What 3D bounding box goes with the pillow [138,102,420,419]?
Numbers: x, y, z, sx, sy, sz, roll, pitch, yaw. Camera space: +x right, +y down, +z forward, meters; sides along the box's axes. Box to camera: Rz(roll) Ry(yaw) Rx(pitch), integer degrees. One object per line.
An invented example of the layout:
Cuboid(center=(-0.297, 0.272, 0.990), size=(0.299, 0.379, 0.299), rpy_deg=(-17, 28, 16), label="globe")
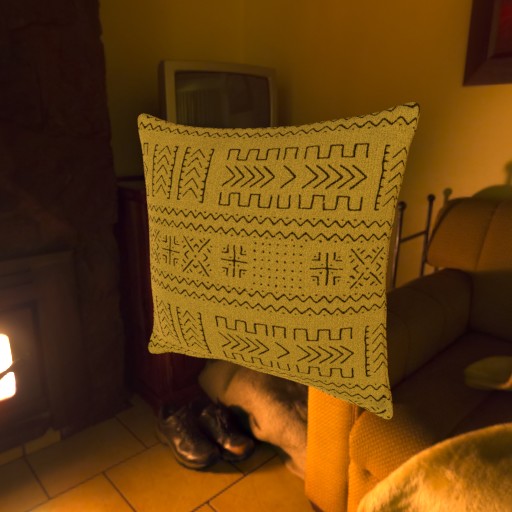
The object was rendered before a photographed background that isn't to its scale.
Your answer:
Cuboid(center=(0.000, 0.000, 0.674), size=(0.438, 0.430, 0.164), rpy_deg=(7, 17, 26), label="pillow")
